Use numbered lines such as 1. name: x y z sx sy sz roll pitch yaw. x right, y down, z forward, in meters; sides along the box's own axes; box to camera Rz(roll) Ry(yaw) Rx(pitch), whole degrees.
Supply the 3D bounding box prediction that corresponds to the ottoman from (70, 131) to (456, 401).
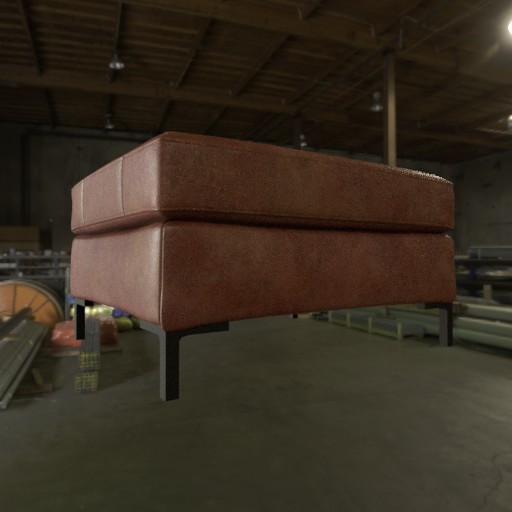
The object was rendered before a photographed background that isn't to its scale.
1. ottoman: 0.000 0.000 1.714 1.186 0.667 0.965 0 0 -34
